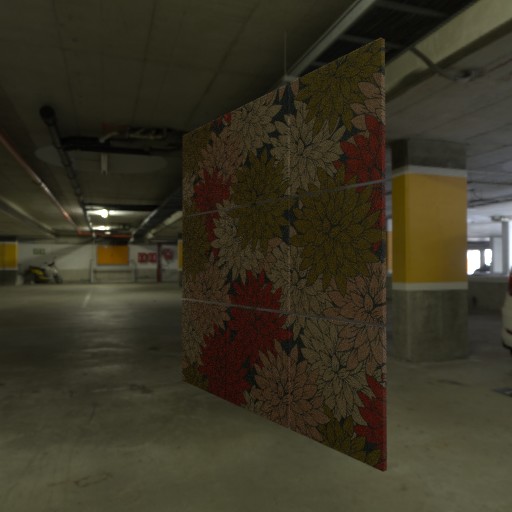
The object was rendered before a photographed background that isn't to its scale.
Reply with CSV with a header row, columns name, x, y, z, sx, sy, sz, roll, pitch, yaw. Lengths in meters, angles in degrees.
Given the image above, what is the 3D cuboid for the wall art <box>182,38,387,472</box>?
name,x,y,z,sx,sy,sz,roll,pitch,yaw
wall art,0.000,0.000,1.298,0.013,0.913,0.904,1,-1,-37
